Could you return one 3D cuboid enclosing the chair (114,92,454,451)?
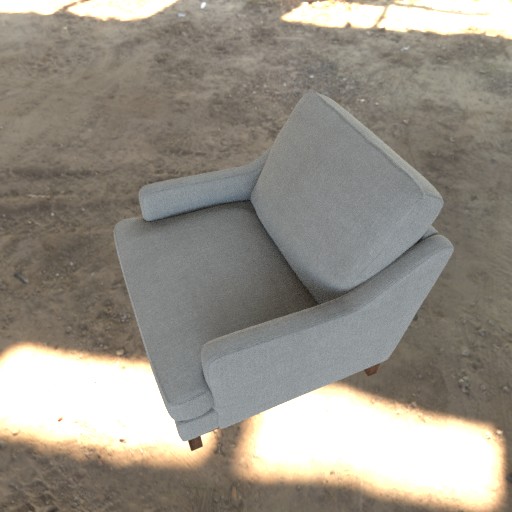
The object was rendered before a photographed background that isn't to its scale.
[{"bbox_3d":[0.000,0.000,1.547,0.892,0.821,0.826,-17,49,-16],"label":"chair"}]
